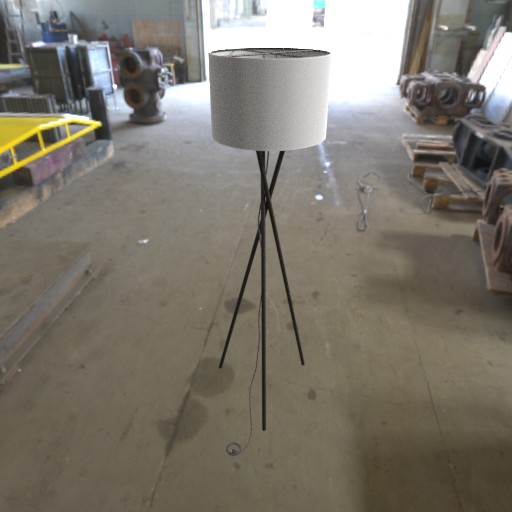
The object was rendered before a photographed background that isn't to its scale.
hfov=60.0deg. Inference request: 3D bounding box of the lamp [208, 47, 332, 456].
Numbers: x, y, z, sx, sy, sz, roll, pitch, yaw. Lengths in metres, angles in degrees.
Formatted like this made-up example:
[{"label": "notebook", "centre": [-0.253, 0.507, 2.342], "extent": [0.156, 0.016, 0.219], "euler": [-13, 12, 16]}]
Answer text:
[{"label": "lamp", "centre": [0.000, 0.000, 1.936], "extent": [0.667, 1.624, 0.522], "euler": [-21, 35, -32]}]
